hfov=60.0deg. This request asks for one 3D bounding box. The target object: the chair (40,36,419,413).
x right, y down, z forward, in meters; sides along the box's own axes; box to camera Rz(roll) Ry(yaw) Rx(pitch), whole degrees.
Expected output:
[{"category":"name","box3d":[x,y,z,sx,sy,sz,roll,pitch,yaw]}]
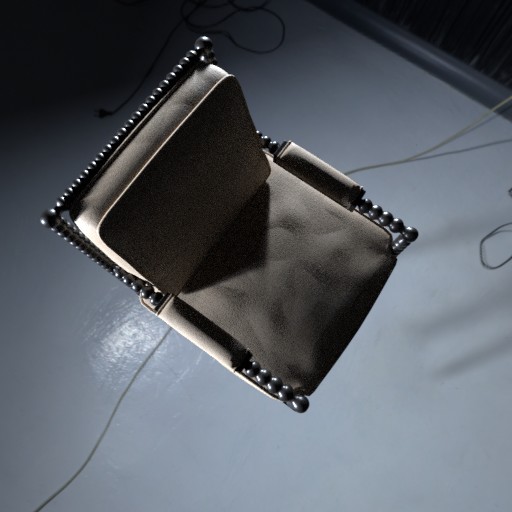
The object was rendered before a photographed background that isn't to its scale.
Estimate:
[{"category":"chair","box3d":[0.000,0.000,1.169,0.657,0.703,0.555,34,77,9]}]
